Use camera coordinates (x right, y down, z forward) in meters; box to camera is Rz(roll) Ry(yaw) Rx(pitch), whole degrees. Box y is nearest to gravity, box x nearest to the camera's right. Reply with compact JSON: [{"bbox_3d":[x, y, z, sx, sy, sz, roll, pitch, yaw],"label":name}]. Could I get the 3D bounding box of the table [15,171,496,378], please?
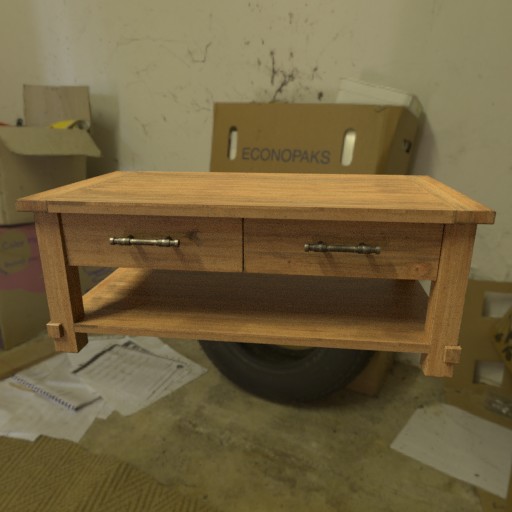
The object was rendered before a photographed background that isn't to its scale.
[{"bbox_3d":[0.000,0.000,1.552,1.270,0.494,0.693,2,18,7],"label":"table"}]
